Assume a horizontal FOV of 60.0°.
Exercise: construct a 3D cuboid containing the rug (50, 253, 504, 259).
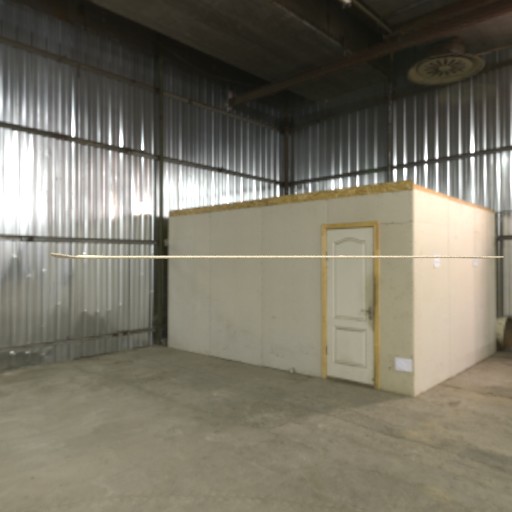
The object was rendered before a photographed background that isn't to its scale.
[{"bbox_3d":[0.000,0.000,3.710,2.897,0.035,2.277,0,0,-18],"label":"rug"}]
